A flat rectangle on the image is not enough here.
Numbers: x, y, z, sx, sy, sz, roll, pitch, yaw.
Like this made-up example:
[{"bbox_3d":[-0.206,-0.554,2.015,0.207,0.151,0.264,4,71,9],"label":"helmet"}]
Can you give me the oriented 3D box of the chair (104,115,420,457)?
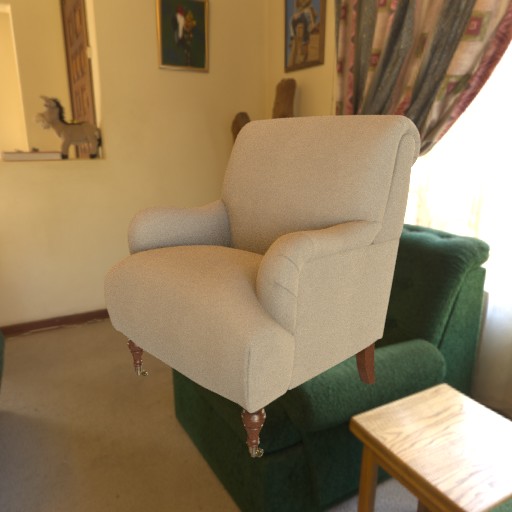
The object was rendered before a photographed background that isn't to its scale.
[{"bbox_3d":[0.000,0.000,1.532,0.842,0.942,0.766,-14,21,-43],"label":"chair"}]
